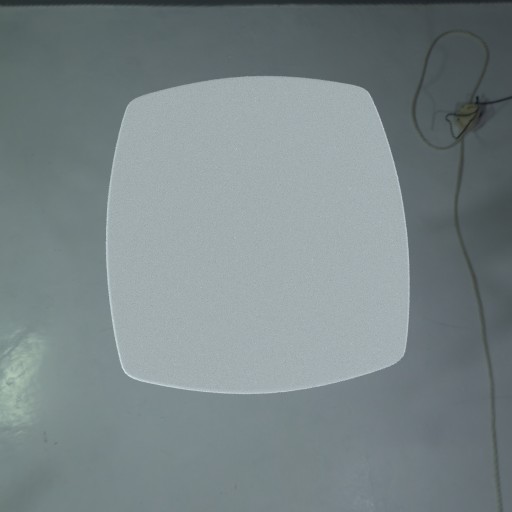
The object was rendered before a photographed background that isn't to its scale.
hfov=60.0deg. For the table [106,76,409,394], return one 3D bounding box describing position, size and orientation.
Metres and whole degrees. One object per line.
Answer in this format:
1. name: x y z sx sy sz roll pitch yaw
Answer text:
1. table: 0.000 0.000 0.881 0.451 0.438 0.502 -3 75 -1
